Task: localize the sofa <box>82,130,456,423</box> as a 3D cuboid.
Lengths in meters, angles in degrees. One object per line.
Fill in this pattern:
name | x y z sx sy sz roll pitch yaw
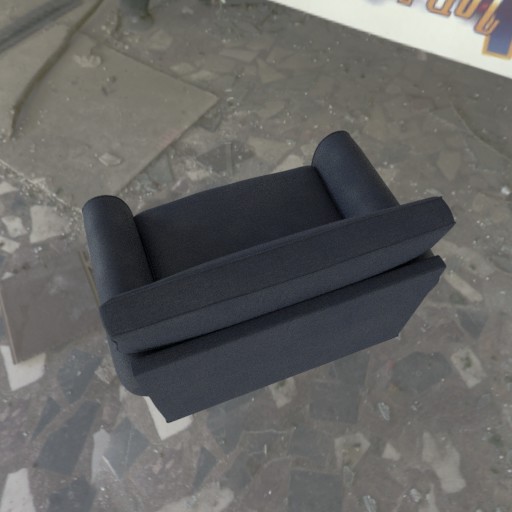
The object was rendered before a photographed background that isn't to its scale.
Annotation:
sofa | 0.000 0.000 2.060 1.405 1.004 0.938 -18 60 -11
